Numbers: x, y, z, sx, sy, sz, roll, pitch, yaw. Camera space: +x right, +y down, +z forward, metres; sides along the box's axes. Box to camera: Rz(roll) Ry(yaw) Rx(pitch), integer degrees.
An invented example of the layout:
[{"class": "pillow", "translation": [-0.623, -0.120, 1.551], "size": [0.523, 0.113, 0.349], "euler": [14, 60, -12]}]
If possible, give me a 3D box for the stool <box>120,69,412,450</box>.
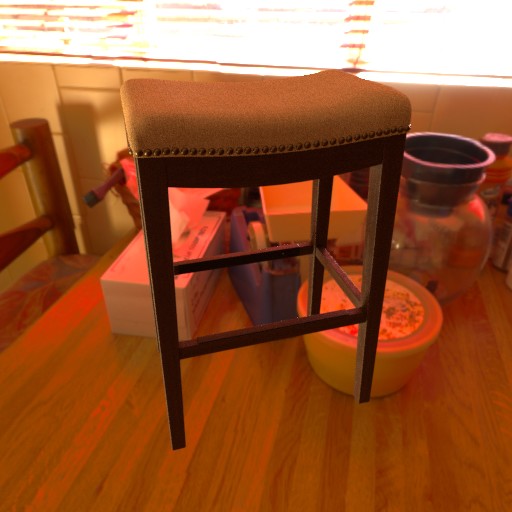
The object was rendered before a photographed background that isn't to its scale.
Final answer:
[{"class": "stool", "translation": [0.000, 0.000, 1.036], "size": [0.509, 0.768, 0.363], "euler": [-9, 33, -14]}]
